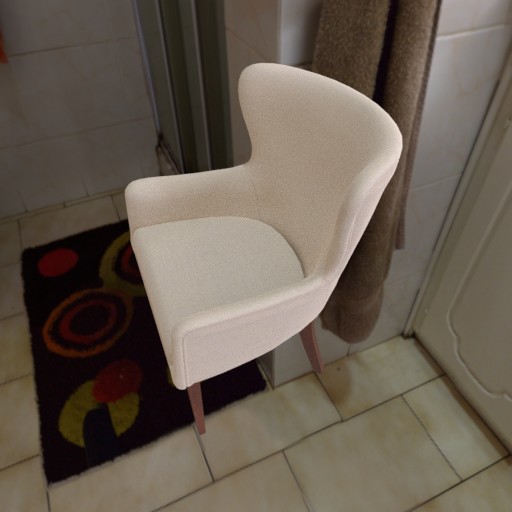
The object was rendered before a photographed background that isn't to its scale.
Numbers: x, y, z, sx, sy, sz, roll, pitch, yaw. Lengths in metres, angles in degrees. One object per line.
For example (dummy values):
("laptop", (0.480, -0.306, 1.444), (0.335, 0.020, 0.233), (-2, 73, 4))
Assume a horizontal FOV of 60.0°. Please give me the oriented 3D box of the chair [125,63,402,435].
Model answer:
("chair", (0.000, 0.000, 1.476), (0.744, 0.990, 0.696), (-16, 48, -15))
